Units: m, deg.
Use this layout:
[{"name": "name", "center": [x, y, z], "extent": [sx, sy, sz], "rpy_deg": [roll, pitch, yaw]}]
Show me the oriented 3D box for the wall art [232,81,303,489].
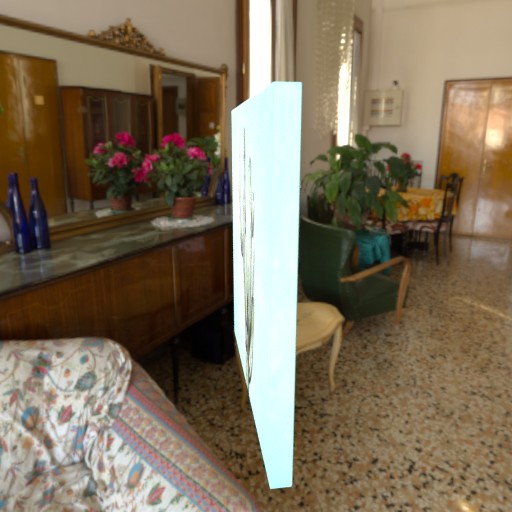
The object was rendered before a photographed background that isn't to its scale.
[{"name": "wall art", "center": [0.000, 0.000, 1.158], "extent": [0.054, 0.766, 0.765], "rpy_deg": [-2, 15, -8]}]
